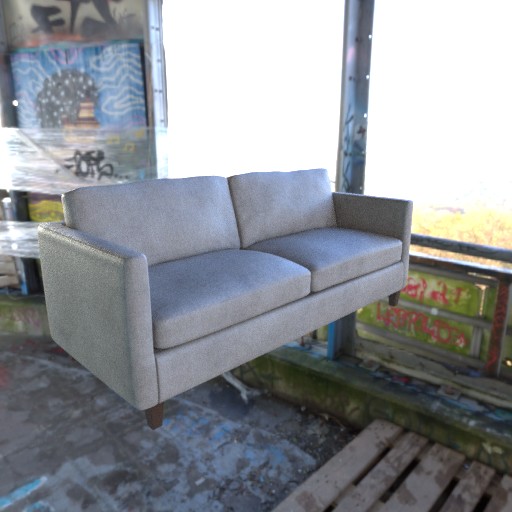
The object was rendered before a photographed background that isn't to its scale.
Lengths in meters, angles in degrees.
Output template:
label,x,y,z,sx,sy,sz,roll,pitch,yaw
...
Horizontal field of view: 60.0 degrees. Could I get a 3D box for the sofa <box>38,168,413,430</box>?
label,x,y,z,sx,sy,sz,roll,pitch,yaw
sofa,0.000,0.000,2.706,2.208,0.965,0.951,-14,21,-42
